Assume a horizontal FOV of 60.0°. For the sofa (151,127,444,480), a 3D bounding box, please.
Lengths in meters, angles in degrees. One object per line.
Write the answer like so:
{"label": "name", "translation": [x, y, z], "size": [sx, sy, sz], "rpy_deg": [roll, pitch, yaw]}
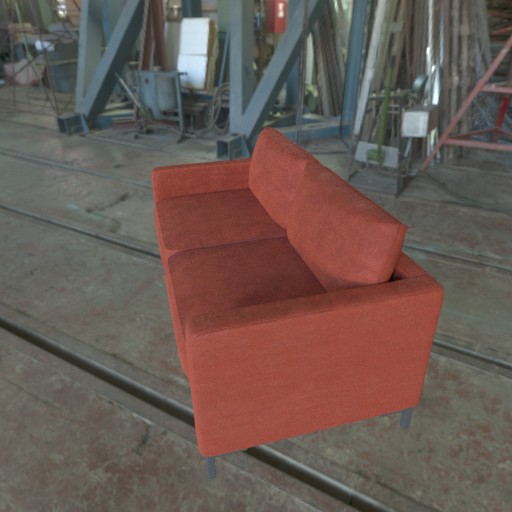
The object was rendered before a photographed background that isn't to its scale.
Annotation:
{"label": "sofa", "translation": [0.000, 0.000, 2.087], "size": [0.864, 0.896, 1.574], "rpy_deg": [-8, 31, -14]}
